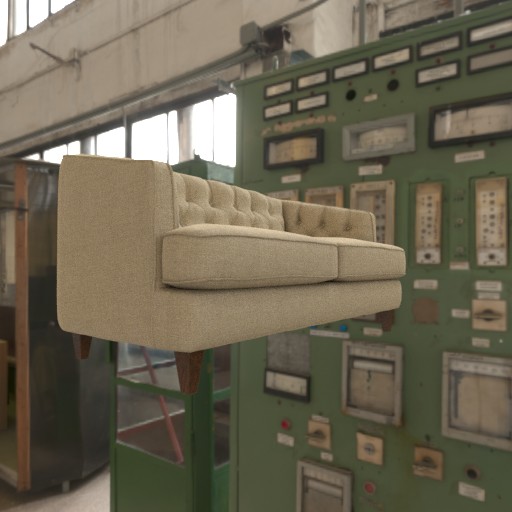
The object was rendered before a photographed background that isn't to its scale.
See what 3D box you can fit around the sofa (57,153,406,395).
[{"bbox_3d":[0.000,0.000,2.171,0.941,0.855,1.733,-1,-2,37],"label":"sofa"}]
